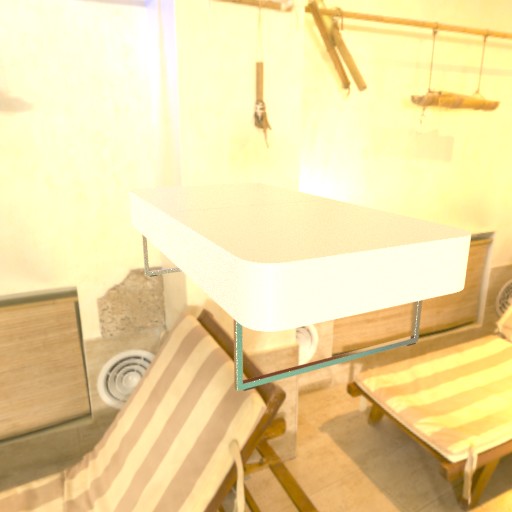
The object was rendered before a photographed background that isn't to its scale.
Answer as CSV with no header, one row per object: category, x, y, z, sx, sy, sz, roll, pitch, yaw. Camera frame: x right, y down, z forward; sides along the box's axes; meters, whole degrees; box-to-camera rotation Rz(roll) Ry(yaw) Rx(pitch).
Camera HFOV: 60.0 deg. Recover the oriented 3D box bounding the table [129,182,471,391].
table,0.000,0.000,1.474,0.600,0.340,1.200,-8,18,-25
